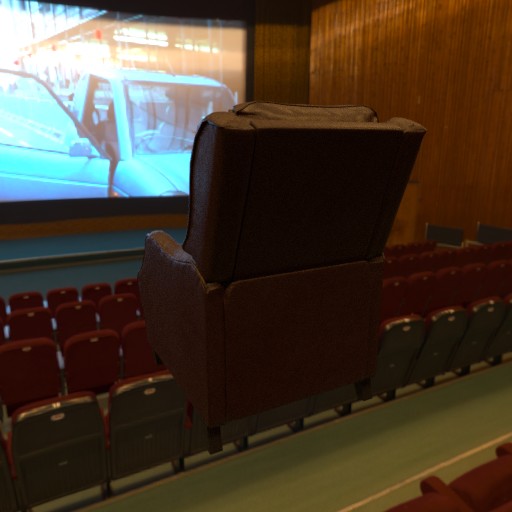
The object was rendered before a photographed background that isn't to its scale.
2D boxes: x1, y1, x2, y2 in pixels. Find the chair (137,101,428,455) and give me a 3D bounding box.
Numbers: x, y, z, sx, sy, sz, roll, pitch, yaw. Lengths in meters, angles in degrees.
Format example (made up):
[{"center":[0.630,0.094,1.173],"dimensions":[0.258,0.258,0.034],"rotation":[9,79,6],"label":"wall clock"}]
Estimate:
[{"center":[0.000,0.000,1.790],"dimensions":[0.770,1.132,0.982],"rotation":[-8,16,-27],"label":"chair"}]
